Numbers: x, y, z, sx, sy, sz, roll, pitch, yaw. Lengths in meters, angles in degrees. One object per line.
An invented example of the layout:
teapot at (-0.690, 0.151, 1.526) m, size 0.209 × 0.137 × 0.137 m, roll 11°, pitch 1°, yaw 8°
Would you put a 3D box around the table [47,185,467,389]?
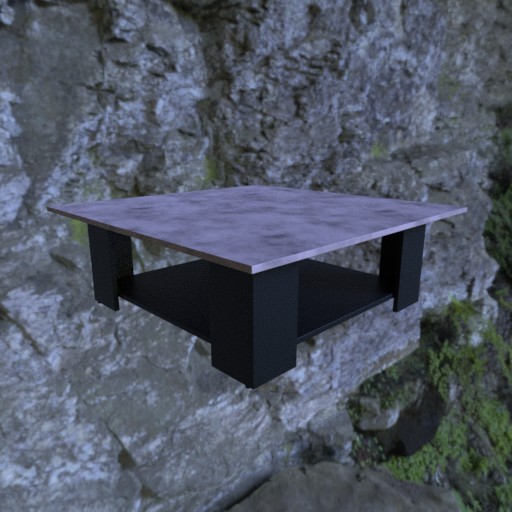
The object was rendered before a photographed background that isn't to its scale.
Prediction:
table at (0.000, 0.000, 1.365) m, size 0.890 × 0.305 × 0.890 m, roll -14°, pitch 21°, yaw -42°
